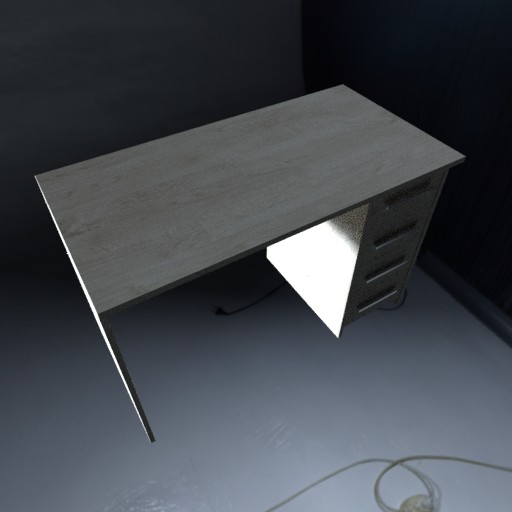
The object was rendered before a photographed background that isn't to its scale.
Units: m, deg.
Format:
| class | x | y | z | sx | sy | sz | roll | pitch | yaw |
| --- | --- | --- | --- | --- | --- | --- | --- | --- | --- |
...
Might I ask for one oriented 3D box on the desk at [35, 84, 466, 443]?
| class | x | y | z | sx | sy | sz | roll | pitch | yaw |
| --- | --- | --- | --- | --- | --- | --- | --- | --- | --- |
| desk | 0.000 | 0.000 | 1.519 | 1.096 | 0.730 | 0.560 | -24 | 50 | -22 |
